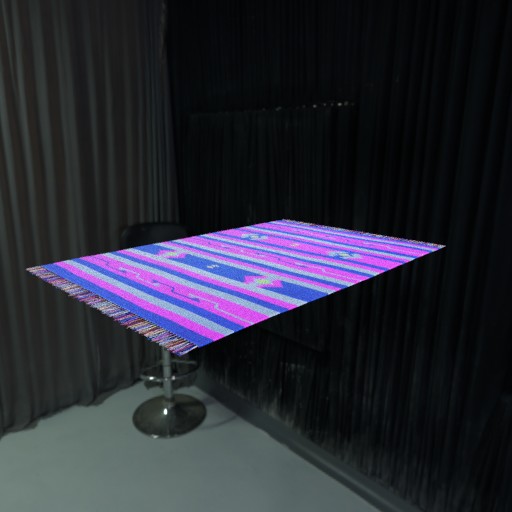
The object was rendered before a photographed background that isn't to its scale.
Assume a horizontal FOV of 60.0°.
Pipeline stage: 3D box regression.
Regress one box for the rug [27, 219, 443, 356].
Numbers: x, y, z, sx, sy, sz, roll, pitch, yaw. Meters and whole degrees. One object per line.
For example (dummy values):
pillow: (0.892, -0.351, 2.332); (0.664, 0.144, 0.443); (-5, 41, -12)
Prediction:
rug: (0.000, 0.000, 2.888); (1.539, 0.013, 2.350); (14, 20, 43)
